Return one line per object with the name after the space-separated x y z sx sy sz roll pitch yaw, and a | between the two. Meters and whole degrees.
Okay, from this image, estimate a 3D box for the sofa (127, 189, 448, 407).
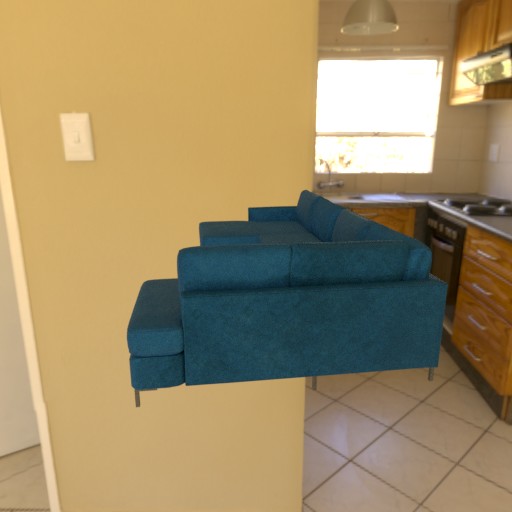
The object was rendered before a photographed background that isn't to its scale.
0.000 0.000 4.411 2.055 0.992 3.434 -2 15 -8 | sofa
